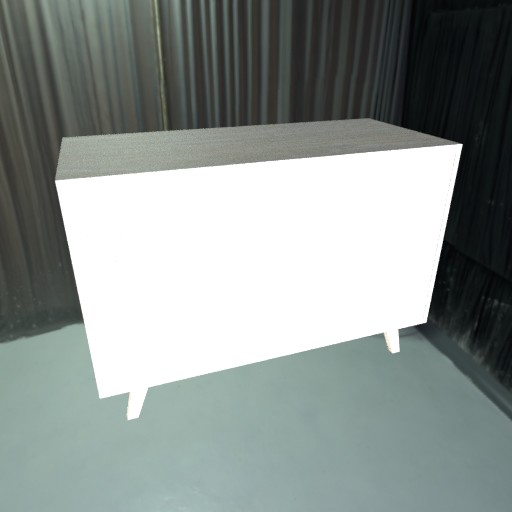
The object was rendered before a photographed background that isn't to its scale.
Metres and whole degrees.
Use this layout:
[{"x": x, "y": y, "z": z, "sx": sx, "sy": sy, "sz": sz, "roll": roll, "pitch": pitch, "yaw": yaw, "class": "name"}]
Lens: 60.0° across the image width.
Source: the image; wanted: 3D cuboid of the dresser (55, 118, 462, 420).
[{"x": 0.000, "y": 0.000, "z": 1.518, "sx": 1.110, "sy": 0.780, "sz": 0.500, "roll": -9, "pitch": 27, "yaw": -18, "class": "dresser"}]
